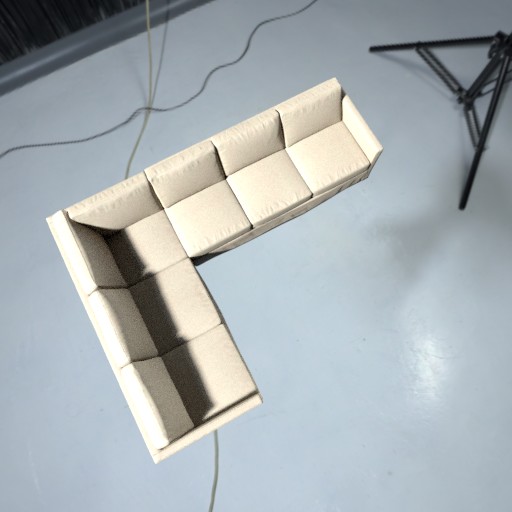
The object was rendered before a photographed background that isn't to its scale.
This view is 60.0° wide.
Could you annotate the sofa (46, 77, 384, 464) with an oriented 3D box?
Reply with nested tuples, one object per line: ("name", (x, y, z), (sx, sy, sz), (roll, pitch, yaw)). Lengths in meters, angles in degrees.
("sofa", (0.000, 0.000, 4.297), (3.182, 0.871, 2.432), (-28, 77, -7))
